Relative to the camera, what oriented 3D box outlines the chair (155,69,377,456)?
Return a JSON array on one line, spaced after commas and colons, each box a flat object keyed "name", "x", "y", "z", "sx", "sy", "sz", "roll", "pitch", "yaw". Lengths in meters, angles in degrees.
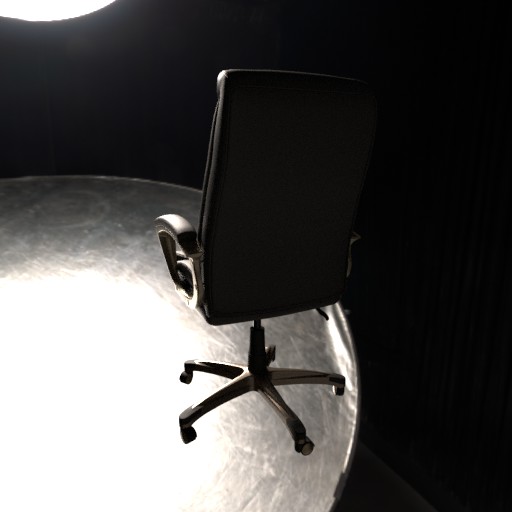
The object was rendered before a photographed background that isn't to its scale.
[{"name": "chair", "x": 0.000, "y": 0.000, "z": 1.635, "sx": 0.694, "sy": 1.188, "sz": 0.748, "roll": -7, "pitch": 15, "yaw": -26}]
